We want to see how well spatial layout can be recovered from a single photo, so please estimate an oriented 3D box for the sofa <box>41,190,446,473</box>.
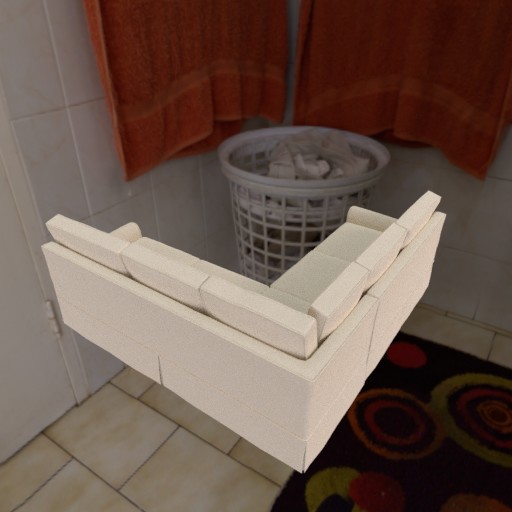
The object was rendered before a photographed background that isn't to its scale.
[{"bbox_3d":[0.000,0.000,4.065,2.597,1.070,2.591,20,37,30],"label":"sofa"}]
